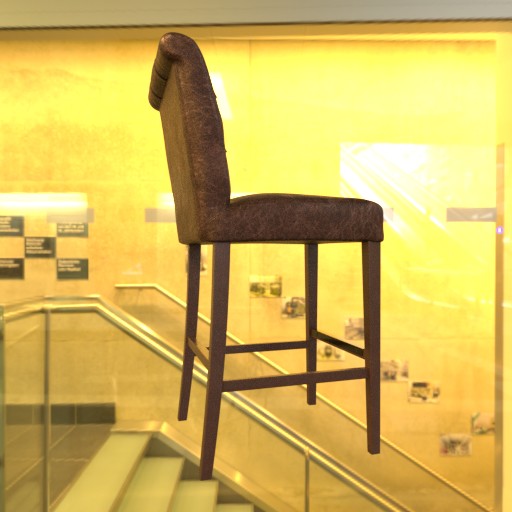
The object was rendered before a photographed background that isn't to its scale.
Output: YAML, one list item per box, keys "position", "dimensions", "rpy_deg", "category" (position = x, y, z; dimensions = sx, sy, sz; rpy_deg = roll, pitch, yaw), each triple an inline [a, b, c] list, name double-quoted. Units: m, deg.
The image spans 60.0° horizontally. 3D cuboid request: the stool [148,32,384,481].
- position: [0.000, 0.000, 1.434]
  dimensions: [0.659, 1.168, 0.483]
  rpy_deg: [0, 1, -18]
  category: "stool"
